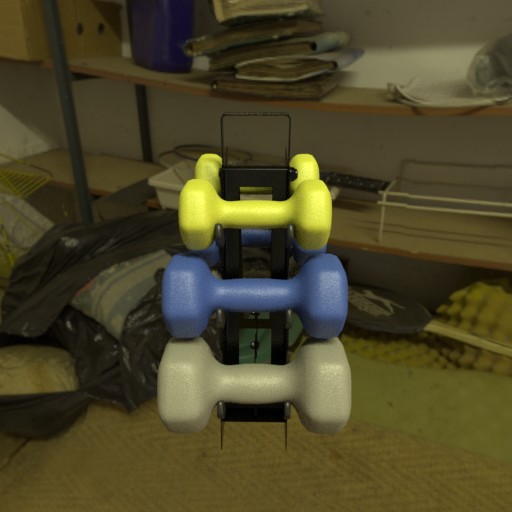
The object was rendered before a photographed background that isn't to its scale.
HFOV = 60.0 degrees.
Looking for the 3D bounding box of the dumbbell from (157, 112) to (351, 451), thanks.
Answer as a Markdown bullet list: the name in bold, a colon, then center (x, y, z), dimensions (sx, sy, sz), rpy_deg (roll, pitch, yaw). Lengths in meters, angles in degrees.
- **dumbbell**: center (0.000, 0.000, 0.689), dimensions (0.261, 0.426, 0.416), rpy_deg (0, 26, 1)
